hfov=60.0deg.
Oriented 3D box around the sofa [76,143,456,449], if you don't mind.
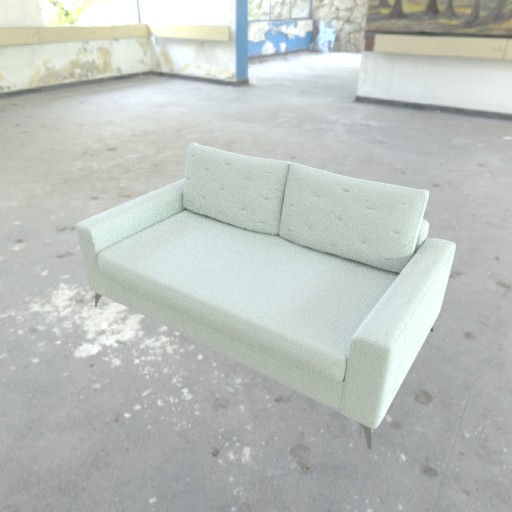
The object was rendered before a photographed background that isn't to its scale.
[{"bbox_3d":[0.000,0.000,2.189,1.650,0.790,0.920,19,35,29],"label":"sofa"}]
